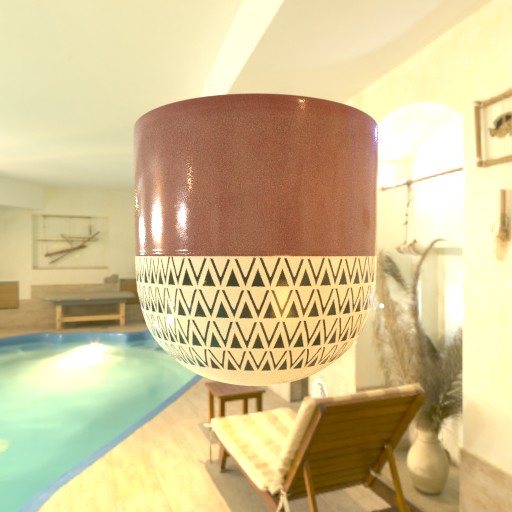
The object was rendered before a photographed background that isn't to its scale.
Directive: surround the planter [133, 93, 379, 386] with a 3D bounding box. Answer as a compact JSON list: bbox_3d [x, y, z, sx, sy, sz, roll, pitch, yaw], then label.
[{"bbox_3d":[0.000,0.000,0.499,0.266,0.270,0.266,0,0,0],"label":"planter"}]
